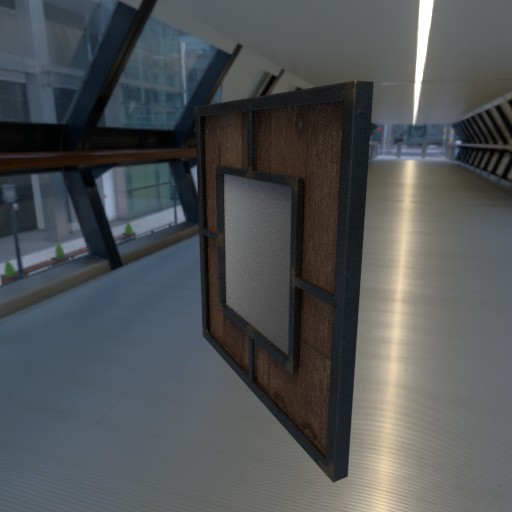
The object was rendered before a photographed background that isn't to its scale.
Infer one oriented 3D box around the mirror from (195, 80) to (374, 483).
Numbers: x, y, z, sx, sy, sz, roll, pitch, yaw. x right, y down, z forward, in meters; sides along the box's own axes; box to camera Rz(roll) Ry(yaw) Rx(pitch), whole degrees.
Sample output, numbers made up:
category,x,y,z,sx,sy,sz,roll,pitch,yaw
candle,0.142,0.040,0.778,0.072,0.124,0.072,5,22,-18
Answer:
category,x,y,z,sx,sy,sz,roll,pitch,yaw
mirror,0.000,0.000,0.566,0.020,0.381,0.382,-8,17,-26
